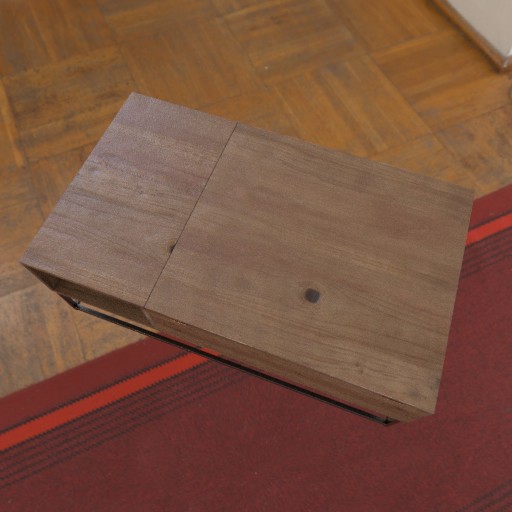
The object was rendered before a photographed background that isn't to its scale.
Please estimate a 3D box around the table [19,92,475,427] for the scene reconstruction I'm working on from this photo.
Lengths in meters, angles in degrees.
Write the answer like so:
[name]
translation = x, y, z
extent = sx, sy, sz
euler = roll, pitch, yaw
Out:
[table]
translation = 0.000, 0.000, 1.397
extent = 1.101, 0.395, 0.655
euler = 18, 65, 9
